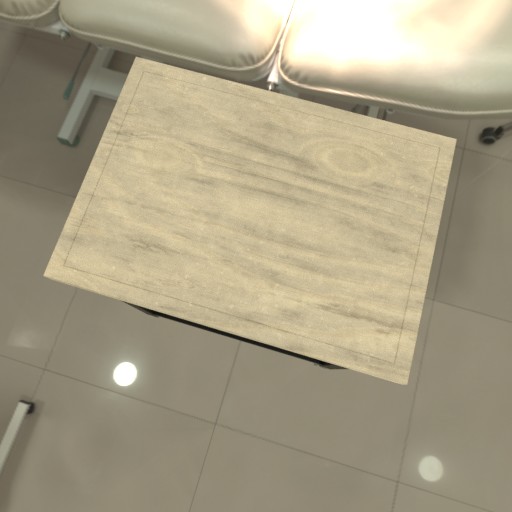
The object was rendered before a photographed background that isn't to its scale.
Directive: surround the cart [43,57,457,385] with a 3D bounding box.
[{"bbox_3d":[0.000,0.000,1.426,0.797,0.920,0.567,16,76,4],"label":"cart"}]
